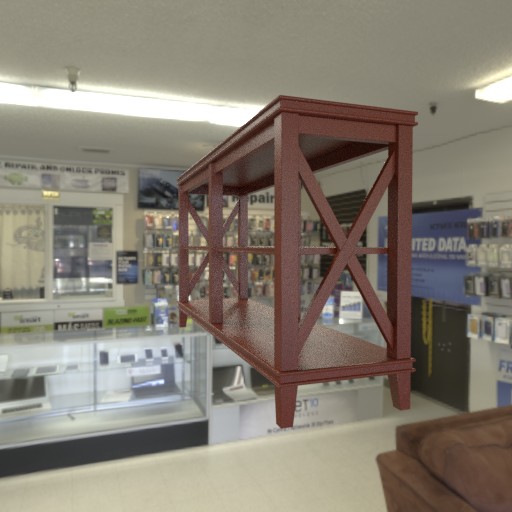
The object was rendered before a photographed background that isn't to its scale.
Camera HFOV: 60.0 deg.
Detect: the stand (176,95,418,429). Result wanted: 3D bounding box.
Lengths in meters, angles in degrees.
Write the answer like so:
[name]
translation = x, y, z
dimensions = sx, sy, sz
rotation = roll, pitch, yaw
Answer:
[stand]
translation = 0.000, 0.000, 1.711
dimensions = 0.381, 0.762, 1.372
rotation = -1, 2, -20
